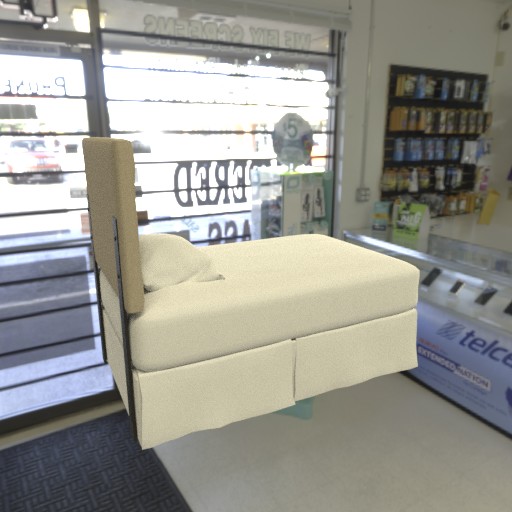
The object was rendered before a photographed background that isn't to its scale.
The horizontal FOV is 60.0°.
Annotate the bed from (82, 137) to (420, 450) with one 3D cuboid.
[{"bbox_3d":[0.000,0.000,3.030,1.997,1.571,1.261,-8,17,-26],"label":"bed"}]
